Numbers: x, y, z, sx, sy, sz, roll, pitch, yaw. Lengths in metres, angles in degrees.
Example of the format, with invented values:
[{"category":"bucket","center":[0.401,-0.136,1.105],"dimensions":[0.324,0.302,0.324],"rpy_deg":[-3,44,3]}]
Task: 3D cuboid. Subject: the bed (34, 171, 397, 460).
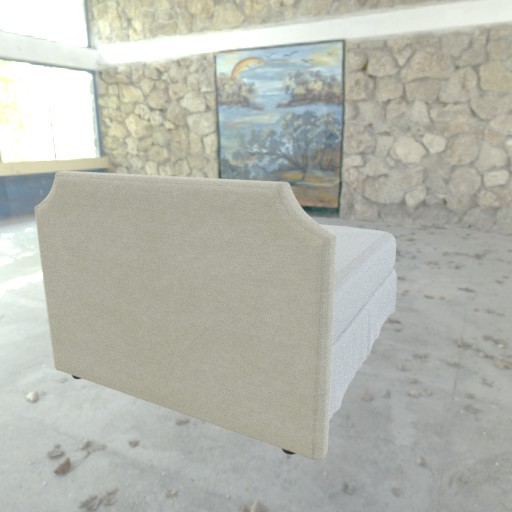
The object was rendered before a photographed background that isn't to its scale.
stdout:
[{"category":"bed","center":[0.000,0.000,3.196],"dimensions":[1.828,1.297,2.164],"rpy_deg":[8,17,27]}]
